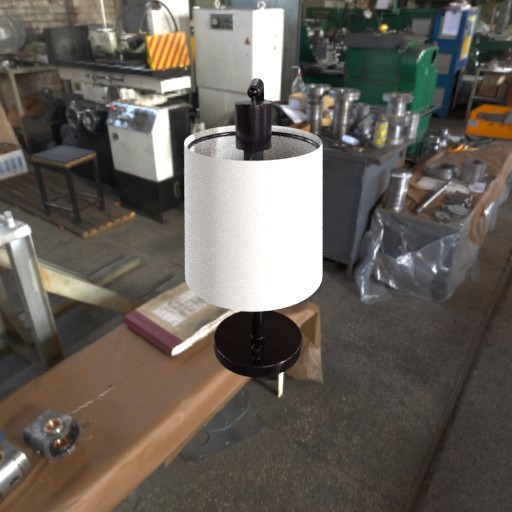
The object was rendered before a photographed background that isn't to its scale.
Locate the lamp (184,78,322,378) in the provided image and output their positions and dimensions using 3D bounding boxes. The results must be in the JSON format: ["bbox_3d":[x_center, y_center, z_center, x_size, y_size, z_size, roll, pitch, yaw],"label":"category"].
[{"bbox_3d":[0.000,0.000,0.641,0.171,0.489,0.333,1,30,2],"label":"lamp"}]
